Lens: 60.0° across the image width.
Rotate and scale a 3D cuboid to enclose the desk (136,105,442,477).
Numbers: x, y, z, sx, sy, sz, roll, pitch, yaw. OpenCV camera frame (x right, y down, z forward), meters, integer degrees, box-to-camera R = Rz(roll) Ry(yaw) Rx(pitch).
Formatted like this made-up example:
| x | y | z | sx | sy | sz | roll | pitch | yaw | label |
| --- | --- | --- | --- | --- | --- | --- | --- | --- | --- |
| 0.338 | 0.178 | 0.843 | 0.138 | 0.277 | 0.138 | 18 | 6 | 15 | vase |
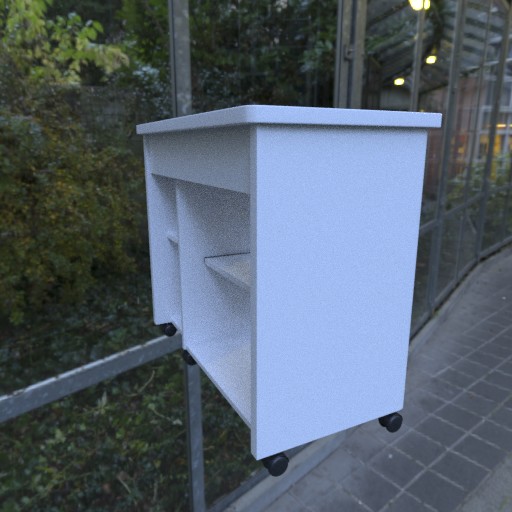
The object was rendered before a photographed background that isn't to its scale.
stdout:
| x | y | z | sx | sy | sz | roll | pitch | yaw | label |
| --- | --- | --- | --- | --- | --- | --- | --- | --- | --- |
| 0.000 | 0.000 | 1.308 | 0.475 | 0.763 | 0.877 | -7 | 16 | -26 | desk |
